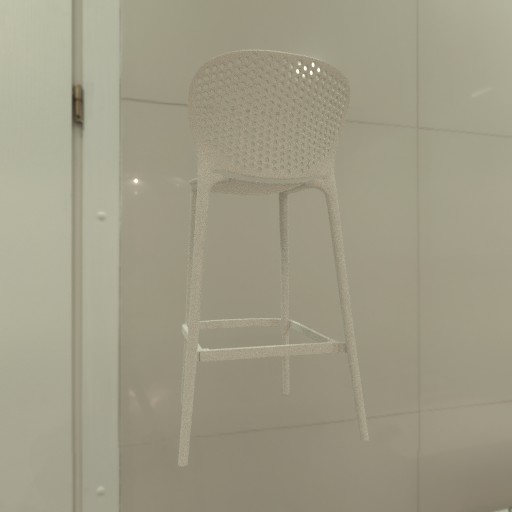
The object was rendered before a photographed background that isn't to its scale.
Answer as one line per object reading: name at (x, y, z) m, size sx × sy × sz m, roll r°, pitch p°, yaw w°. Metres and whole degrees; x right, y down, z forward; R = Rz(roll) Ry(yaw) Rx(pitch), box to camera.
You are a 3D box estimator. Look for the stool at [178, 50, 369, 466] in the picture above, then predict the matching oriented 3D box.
stool at (0.000, 0.000, 1.386) m, size 0.536 × 1.045 × 0.535 m, roll 0°, pitch 0°, yaw -17°
